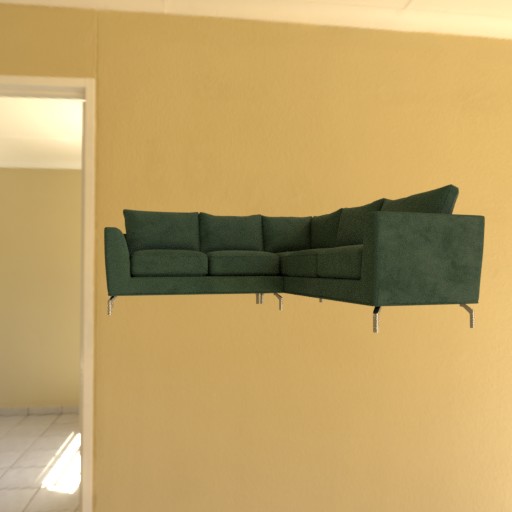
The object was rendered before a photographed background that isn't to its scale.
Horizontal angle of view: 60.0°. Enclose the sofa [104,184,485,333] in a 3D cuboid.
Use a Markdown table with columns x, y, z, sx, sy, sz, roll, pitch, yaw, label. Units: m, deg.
| x | y | z | sx | sy | sz | roll | pitch | yaw | label |
| --- | --- | --- | --- | --- | --- | --- | --- | --- | --- |
| 0.000 | 0.000 | 3.752 | 2.468 | 1.004 | 2.452 | 0 | -2 | -17 | sofa |
